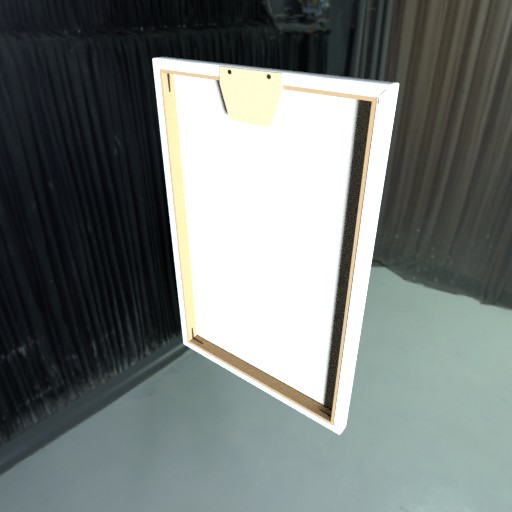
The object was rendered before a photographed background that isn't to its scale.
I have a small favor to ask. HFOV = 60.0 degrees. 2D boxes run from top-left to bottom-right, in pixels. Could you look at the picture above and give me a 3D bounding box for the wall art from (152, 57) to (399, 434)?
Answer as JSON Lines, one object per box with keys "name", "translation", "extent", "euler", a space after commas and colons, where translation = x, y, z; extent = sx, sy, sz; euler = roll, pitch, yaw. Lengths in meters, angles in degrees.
{"name": "wall art", "translation": [0.000, 0.000, 1.146], "extent": [0.602, 0.902, 0.048], "euler": [21, 37, 32]}
